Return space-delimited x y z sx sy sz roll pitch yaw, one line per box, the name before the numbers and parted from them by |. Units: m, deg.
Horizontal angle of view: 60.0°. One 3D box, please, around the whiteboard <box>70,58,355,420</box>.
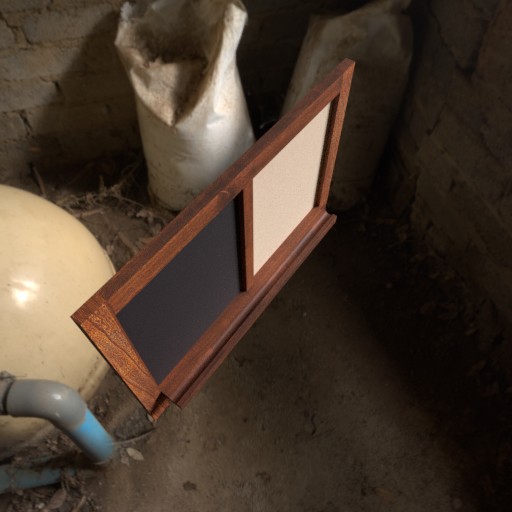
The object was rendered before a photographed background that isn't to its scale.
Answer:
whiteboard | 0.000 0.000 1.011 0.083 0.553 0.768 32 62 19
